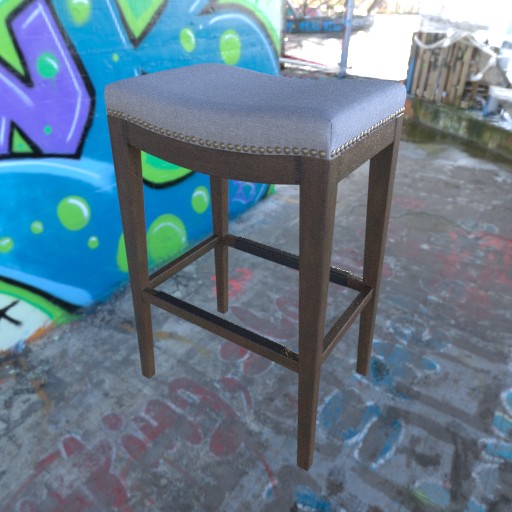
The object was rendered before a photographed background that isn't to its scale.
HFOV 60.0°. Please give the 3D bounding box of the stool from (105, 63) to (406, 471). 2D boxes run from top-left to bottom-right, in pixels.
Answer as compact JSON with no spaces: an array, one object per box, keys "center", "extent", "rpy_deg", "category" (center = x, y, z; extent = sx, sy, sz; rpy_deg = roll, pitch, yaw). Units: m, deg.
[{"center":[0.000,0.000,1.016],"extent":[0.508,0.762,0.356],"rpy_deg":[19,36,28],"category":"stool"}]
